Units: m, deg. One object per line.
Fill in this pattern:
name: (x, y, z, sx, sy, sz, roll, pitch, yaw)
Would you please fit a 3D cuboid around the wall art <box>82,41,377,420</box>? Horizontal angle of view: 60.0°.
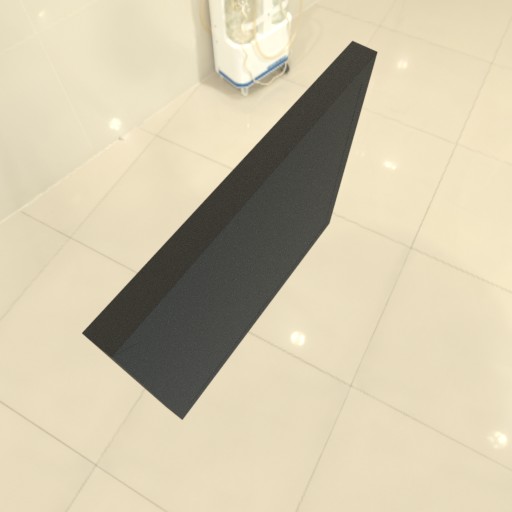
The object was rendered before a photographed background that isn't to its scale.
wall art: (0.000, 0.000, 0.526, 0.029, 0.330, 0.381, 32, 67, 16)
